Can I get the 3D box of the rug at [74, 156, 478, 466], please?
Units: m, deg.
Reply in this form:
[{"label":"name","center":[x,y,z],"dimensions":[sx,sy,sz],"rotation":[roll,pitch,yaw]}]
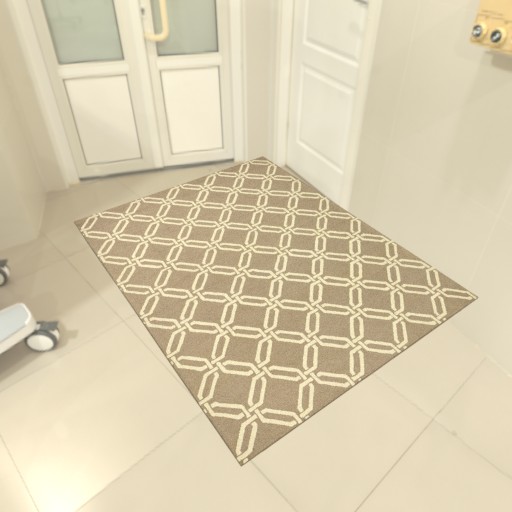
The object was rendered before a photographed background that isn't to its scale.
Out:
[{"label":"rug","center":[0.000,0.000,3.913],"dimensions":[2.288,0.018,2.895],"rotation":[-25,46,-26]}]
